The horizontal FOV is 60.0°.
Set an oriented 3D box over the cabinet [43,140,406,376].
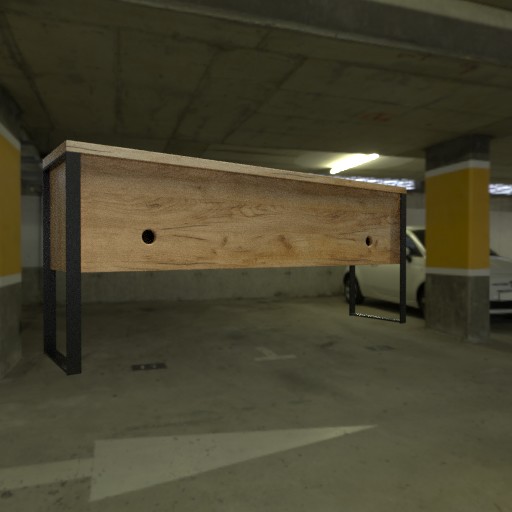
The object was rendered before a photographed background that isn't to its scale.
[{"bbox_3d":[0.000,0.000,2.121,1.800,0.762,0.395,0,1,-36],"label":"cabinet"}]
